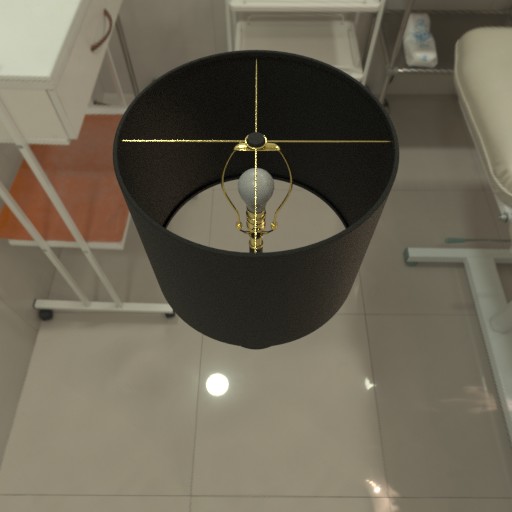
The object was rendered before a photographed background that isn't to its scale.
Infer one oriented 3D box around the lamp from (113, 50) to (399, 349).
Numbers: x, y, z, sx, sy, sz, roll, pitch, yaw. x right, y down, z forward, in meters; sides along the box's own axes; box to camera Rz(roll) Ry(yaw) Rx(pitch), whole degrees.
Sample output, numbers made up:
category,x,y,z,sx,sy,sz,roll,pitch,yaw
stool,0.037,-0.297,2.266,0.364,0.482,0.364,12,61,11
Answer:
category,x,y,z,sx,sy,sz,roll,pitch,yaw
lamp,0.000,0.000,0.809,0.359,0.584,0.359,0,59,0
